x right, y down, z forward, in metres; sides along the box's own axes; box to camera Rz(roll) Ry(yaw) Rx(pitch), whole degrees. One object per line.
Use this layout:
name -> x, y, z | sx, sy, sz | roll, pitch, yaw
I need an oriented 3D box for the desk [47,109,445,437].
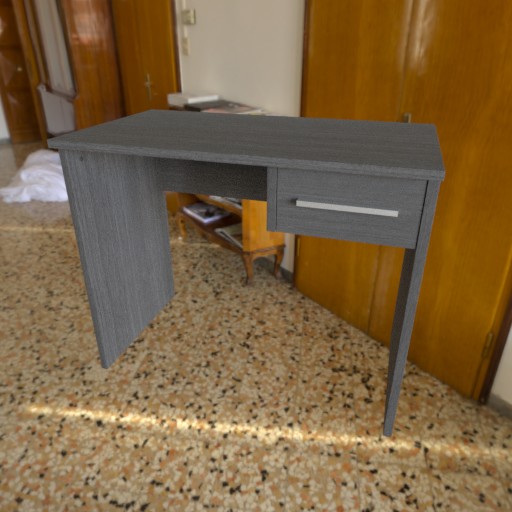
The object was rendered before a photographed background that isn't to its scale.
desk -> 0.000, 0.000, 1.313 | 0.893, 0.724, 0.498 | 8, 28, 16
